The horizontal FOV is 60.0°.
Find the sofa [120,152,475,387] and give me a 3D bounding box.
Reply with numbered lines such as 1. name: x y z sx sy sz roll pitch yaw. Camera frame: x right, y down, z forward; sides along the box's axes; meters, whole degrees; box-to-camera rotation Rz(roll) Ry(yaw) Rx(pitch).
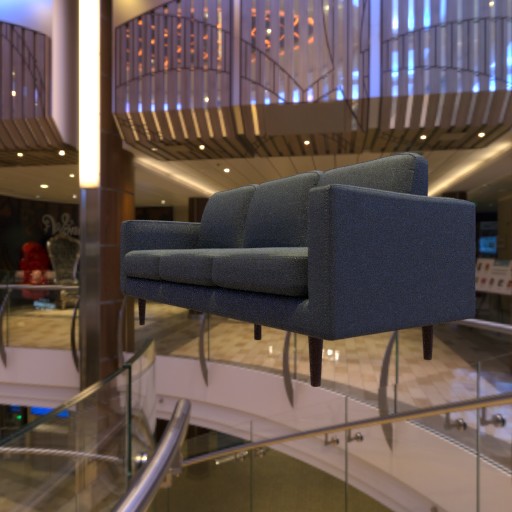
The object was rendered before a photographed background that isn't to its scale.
1. sofa: 0.000 0.000 2.490 0.935 0.945 2.013 0 0 -36
